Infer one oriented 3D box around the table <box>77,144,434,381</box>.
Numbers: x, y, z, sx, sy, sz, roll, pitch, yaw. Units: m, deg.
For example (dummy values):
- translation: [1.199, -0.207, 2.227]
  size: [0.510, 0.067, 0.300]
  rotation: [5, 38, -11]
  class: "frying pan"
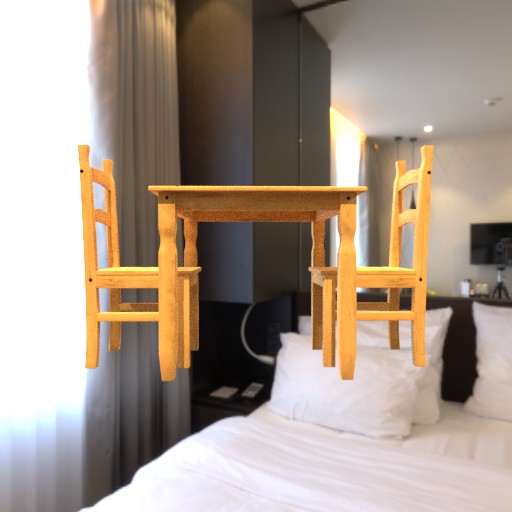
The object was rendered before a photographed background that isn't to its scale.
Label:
- translation: [0.000, 0.000, 2.054]
  size: [1.501, 0.942, 0.813]
  rotation: [0, 1, -1]
  class: "table"
